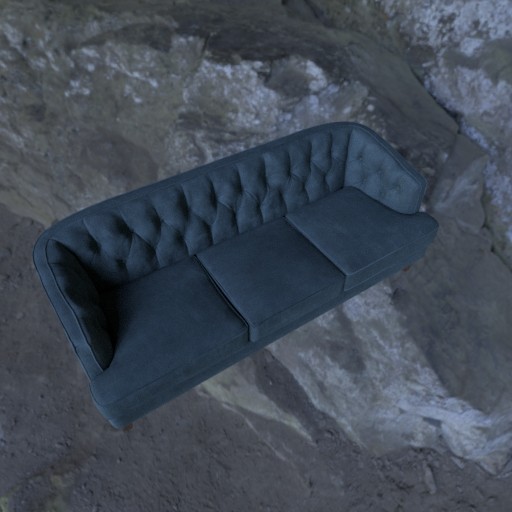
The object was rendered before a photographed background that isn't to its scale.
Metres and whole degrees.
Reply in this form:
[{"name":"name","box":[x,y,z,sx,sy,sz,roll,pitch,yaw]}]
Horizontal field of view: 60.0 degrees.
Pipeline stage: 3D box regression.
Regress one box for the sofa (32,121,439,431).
[{"name":"sofa","box":[0.000,0.000,2.695,2.278,0.855,0.941,-25,51,-22]}]
